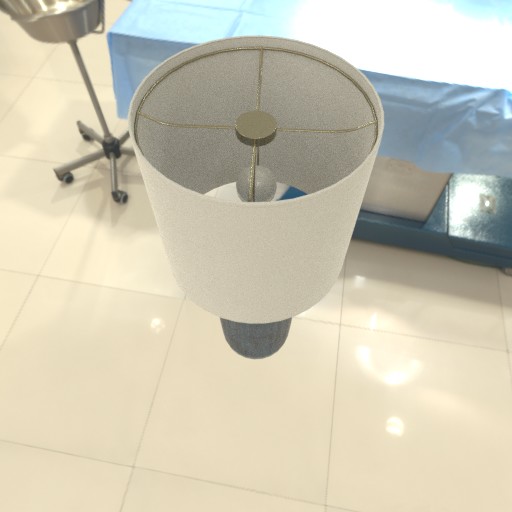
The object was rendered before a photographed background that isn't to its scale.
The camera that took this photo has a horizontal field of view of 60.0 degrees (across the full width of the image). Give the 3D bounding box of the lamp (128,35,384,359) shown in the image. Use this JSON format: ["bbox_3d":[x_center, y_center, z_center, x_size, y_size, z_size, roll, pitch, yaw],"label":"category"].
[{"bbox_3d":[0.000,0.000,0.584,0.220,0.475,0.220,14,58,9],"label":"lamp"}]
